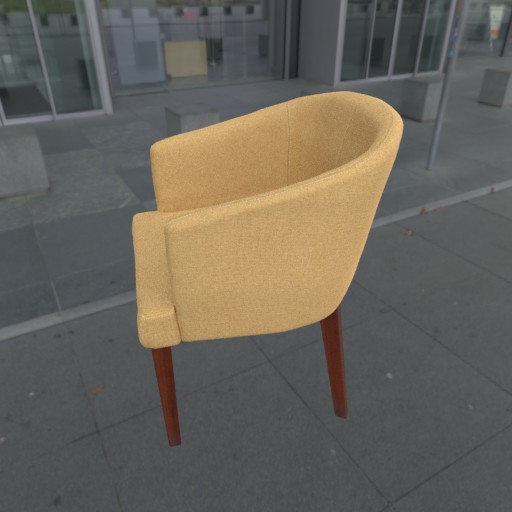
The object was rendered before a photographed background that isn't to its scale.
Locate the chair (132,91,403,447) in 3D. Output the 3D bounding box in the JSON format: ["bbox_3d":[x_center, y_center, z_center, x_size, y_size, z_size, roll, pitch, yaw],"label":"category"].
[{"bbox_3d":[0.000,0.000,1.228,0.655,0.811,0.583,-8,32,-13],"label":"chair"}]
